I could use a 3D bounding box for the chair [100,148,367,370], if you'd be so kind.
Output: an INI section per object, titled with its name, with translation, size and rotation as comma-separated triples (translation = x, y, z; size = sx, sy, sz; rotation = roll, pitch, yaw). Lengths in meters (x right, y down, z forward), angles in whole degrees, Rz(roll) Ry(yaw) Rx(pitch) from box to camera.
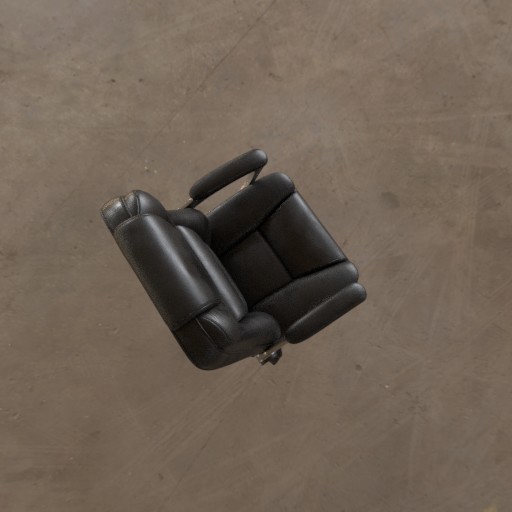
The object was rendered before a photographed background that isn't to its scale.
[chair]
translation = 0.000, 0.000, 1.547
size = 0.689, 1.075, 0.697
rotation = -33, 78, -8
